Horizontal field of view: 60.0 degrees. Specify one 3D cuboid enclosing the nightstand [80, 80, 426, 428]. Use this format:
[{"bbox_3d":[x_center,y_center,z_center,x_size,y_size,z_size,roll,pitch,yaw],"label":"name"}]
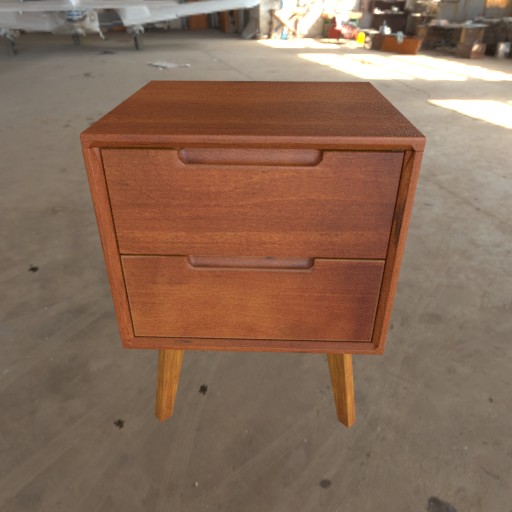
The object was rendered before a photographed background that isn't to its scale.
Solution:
[{"bbox_3d":[0.000,0.000,0.920,0.460,0.618,0.411,1,31,2],"label":"nightstand"}]
